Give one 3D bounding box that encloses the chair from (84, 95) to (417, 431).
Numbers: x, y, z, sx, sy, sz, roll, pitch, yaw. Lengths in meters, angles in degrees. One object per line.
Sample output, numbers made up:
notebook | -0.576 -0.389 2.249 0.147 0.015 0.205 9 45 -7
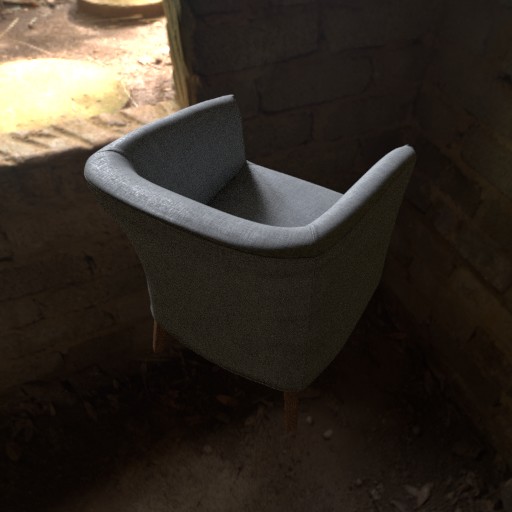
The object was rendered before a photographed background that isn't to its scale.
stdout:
chair | 0.000 0.000 1.240 0.600 0.771 0.668 24 50 22
